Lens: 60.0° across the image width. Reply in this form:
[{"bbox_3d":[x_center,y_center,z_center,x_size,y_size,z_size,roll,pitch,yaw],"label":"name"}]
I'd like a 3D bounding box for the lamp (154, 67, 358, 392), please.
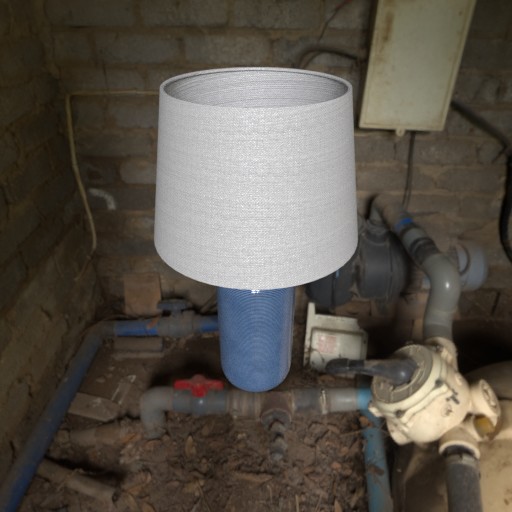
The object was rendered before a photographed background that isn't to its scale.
[{"bbox_3d":[0.000,0.000,0.580,0.253,0.428,0.253,0,32,0],"label":"lamp"}]
